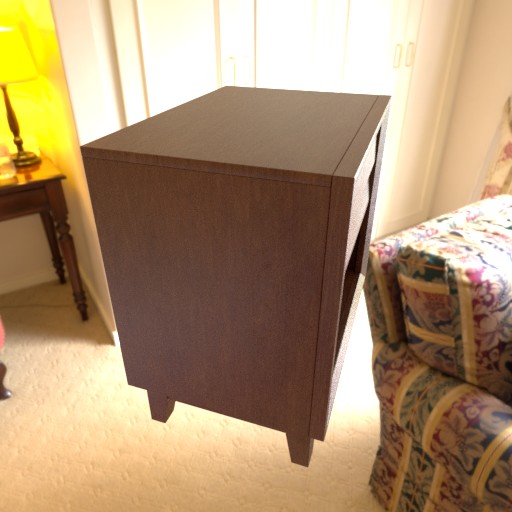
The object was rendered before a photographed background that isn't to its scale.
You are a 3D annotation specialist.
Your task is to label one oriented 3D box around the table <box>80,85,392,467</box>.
[{"bbox_3d":[0.000,0.000,0.980,0.449,0.609,0.557,10,32,17],"label":"table"}]
